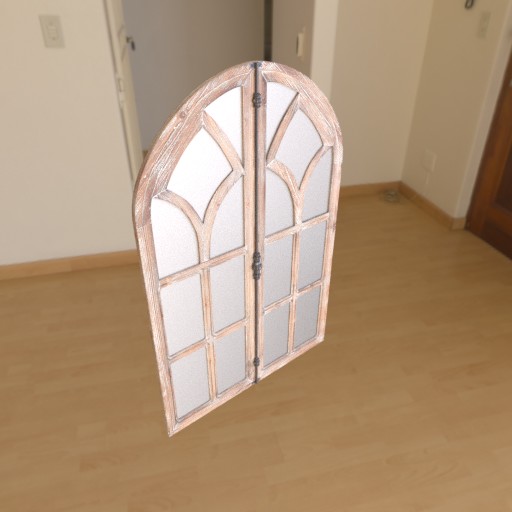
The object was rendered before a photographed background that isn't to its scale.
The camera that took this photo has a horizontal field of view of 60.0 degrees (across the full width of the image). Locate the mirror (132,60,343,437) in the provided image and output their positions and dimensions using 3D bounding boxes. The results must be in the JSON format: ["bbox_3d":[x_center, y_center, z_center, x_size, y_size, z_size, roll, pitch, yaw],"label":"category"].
[{"bbox_3d":[0.000,0.000,1.130,0.609,0.915,0.032,-23,38,-33],"label":"mirror"}]
